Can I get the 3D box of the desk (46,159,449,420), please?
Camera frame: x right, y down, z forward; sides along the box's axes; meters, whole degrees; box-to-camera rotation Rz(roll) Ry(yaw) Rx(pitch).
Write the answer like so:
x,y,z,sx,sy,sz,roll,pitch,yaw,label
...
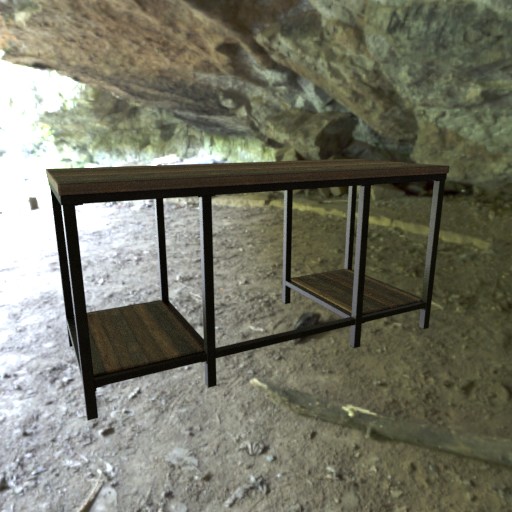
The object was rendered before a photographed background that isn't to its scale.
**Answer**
x,y,z,sx,sy,sz,roll,pitch,yaw,label
0.000,0.000,1.914,1.538,0.753,0.617,-8,17,-26,desk
